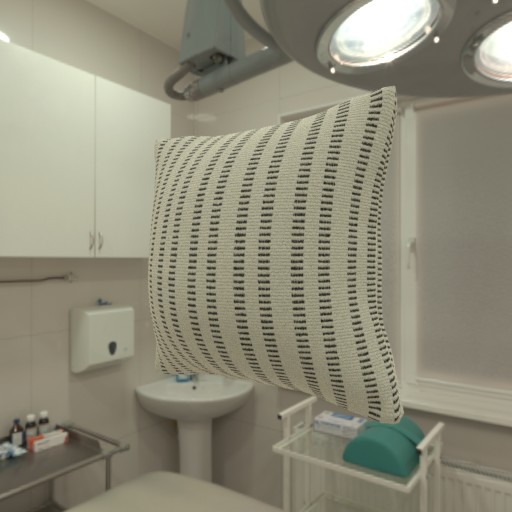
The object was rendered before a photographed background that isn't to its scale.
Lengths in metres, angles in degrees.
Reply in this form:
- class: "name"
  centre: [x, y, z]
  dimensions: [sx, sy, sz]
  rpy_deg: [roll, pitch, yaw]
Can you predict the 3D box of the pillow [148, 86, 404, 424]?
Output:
- class: "pillow"
  centre: [0.000, 0.000, 0.670]
  dimensions: [0.438, 0.419, 0.247]
  rpy_deg: [0, -1, 35]
